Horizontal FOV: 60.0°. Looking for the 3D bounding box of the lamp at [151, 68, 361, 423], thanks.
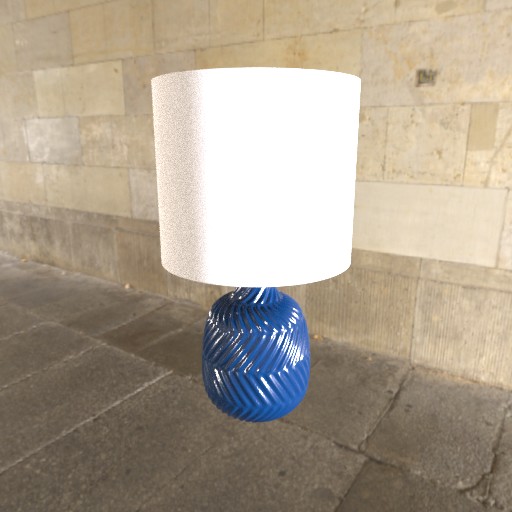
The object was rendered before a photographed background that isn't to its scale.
[{"bbox_3d":[0.000,0.000,0.487,0.203,0.368,0.203,-3,15,-10],"label":"lamp"}]
